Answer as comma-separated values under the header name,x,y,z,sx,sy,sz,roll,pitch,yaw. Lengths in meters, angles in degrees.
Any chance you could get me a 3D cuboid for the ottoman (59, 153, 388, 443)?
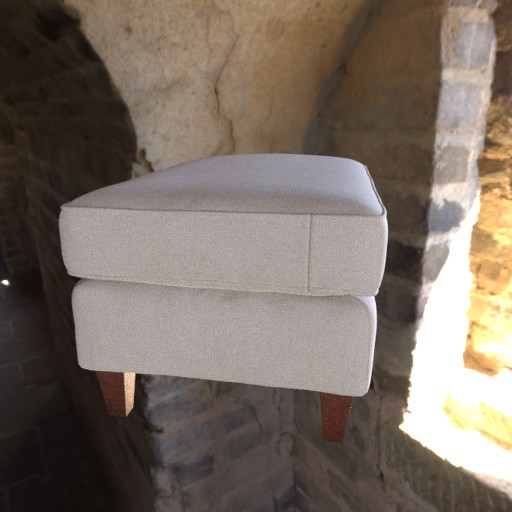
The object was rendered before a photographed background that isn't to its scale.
name,x,y,z,sx,sy,sz,roll,pitch,yaw
ottoman,0.000,0.000,1.172,0.583,0.484,0.862,3,18,10
